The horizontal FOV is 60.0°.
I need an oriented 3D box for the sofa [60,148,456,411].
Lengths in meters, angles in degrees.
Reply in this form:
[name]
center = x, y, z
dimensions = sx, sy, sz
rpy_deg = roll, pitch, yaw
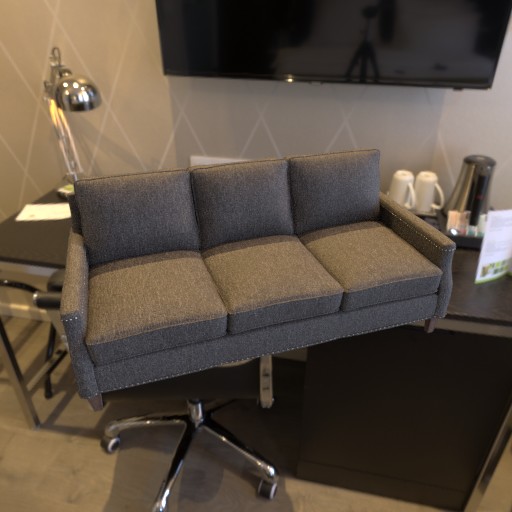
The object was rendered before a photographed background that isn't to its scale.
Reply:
[sofa]
center = 0.000, 0.000, 2.807
dimensions = 2.246, 1.003, 1.084
rpy_deg = -9, 32, -15
